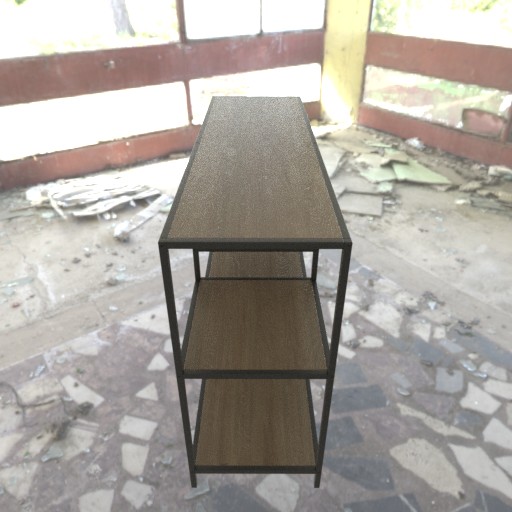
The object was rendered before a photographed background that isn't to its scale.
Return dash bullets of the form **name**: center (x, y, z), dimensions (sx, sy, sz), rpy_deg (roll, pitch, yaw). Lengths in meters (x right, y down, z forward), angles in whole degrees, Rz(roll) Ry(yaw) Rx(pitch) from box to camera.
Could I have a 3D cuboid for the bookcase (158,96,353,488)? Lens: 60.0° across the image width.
- **bookcase**: center (0.000, 0.000, 1.484), dimensions (0.350, 0.780, 1.140), rpy_deg (0, 32, 0)
